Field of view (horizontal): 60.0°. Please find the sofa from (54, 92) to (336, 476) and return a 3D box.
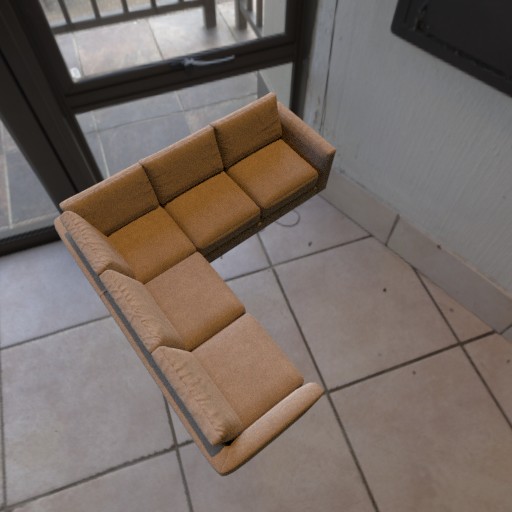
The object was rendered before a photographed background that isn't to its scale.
[{"bbox_3d":[0.000,0.000,3.720,2.438,0.864,2.438,-34,65,-18],"label":"sofa"}]
